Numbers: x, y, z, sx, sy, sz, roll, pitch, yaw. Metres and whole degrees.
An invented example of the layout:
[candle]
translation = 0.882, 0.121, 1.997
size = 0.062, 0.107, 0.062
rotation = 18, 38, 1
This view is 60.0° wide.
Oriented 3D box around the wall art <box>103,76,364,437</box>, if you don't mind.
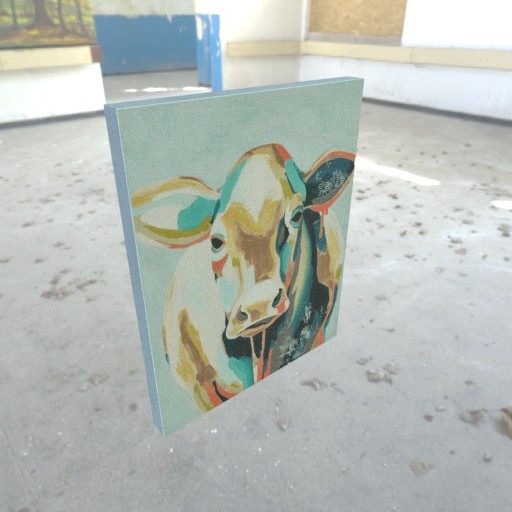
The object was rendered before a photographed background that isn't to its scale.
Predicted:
[wall art]
translation = 0.000, 0.000, 0.716
size = 0.409, 0.509, 0.037
rotation = -21, 35, -34
